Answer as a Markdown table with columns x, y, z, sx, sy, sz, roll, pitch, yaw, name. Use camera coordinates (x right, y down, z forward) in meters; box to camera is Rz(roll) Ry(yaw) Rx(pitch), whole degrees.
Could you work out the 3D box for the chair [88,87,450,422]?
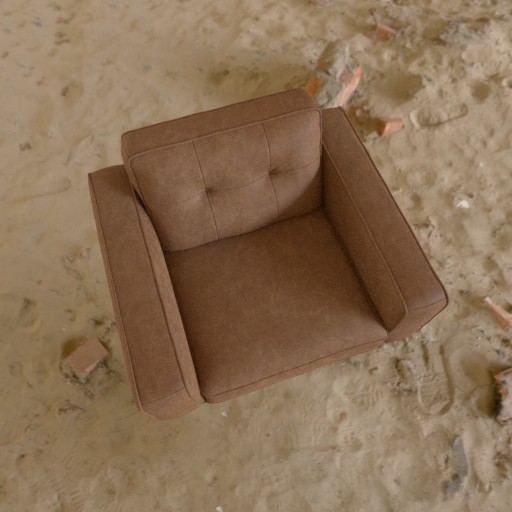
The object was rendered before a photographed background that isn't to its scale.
| x | y | z | sx | sy | sz | roll | pitch | yaw | name |
| --- | --- | --- | --- | --- | --- | --- | --- | --- | --- |
| 0.000 | 0.000 | 1.765 | 1.118 | 0.782 | 0.952 | -17 | 66 | -8 | chair |
